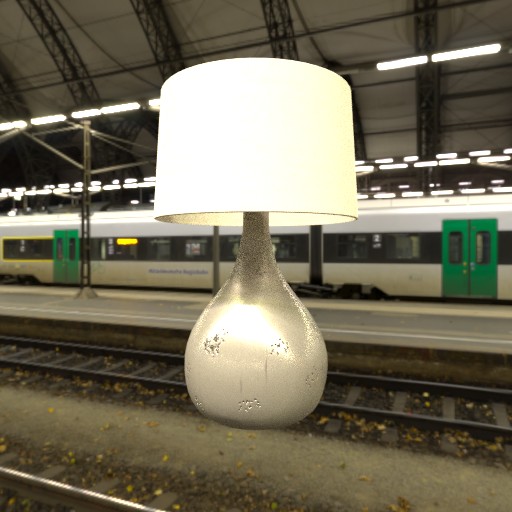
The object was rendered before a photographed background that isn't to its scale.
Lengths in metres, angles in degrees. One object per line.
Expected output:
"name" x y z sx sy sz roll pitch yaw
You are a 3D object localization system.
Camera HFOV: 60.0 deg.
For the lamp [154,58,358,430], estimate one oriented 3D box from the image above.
"lamp" 0.000 0.000 0.734 0.330 0.521 0.330 0 1 0
